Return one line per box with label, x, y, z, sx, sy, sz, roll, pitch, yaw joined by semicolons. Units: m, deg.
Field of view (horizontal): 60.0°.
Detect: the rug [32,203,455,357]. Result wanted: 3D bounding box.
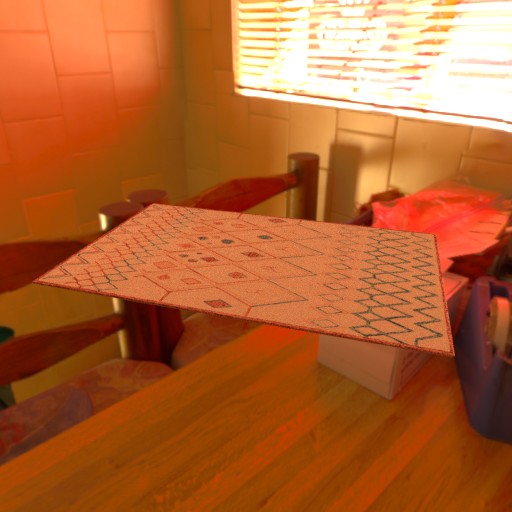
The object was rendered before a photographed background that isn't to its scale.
rug;0.000;0.000;3.078;2.438;0.015;1.524;8;27;15
